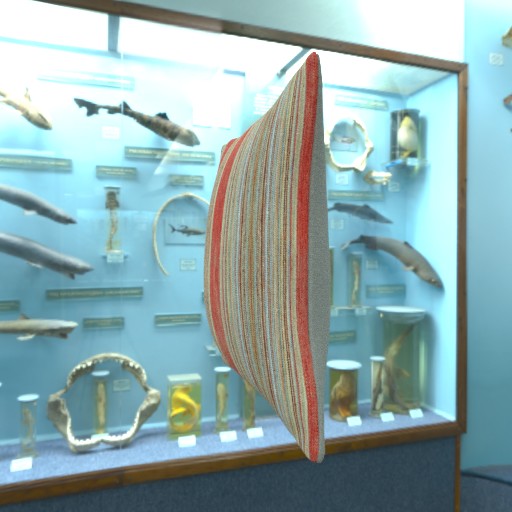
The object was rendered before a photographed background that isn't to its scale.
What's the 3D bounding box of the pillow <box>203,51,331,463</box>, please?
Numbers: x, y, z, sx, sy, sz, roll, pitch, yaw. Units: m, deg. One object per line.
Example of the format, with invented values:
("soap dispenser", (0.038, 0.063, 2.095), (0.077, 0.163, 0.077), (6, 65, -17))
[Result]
("pillow", (0.000, 0.000, 0.648), (0.136, 0.419, 0.437), (0, 1, -17))
